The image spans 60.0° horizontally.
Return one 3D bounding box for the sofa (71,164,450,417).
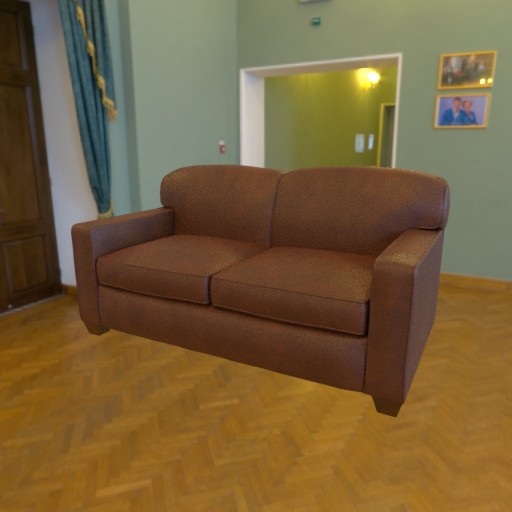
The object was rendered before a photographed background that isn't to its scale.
[{"bbox_3d":[0.000,0.000,2.459,1.856,0.966,1.000,7,16,27],"label":"sofa"}]
